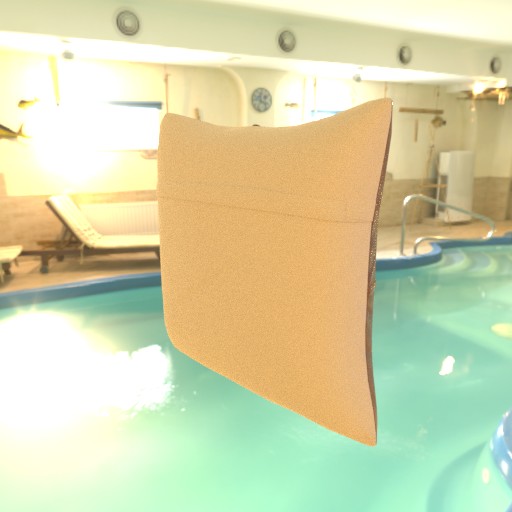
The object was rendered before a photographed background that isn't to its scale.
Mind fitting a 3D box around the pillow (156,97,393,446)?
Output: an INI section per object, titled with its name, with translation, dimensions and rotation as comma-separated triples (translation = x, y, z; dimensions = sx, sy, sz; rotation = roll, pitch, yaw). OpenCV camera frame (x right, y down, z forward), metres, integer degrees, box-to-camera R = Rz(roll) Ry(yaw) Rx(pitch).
[pillow]
translation = 0.000, 0.000, 0.728
dimensions = 0.192, 0.470, 0.484
rotation = -14, 19, -43
